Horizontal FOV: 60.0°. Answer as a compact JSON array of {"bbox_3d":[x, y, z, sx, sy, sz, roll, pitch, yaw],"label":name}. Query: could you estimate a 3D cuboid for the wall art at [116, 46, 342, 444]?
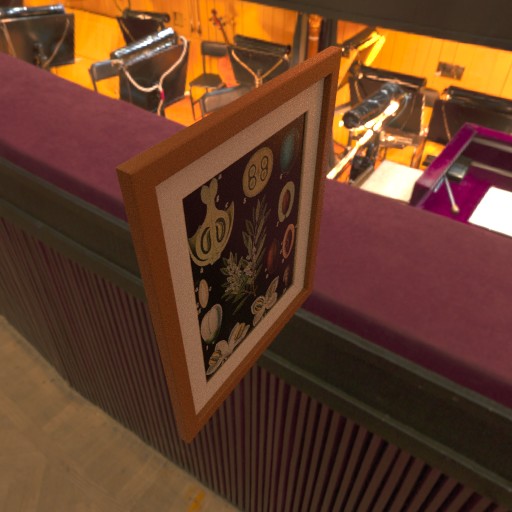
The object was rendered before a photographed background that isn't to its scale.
[{"bbox_3d":[0.000,0.000,0.510,0.015,0.379,0.310,25,47,25],"label":"wall art"}]
